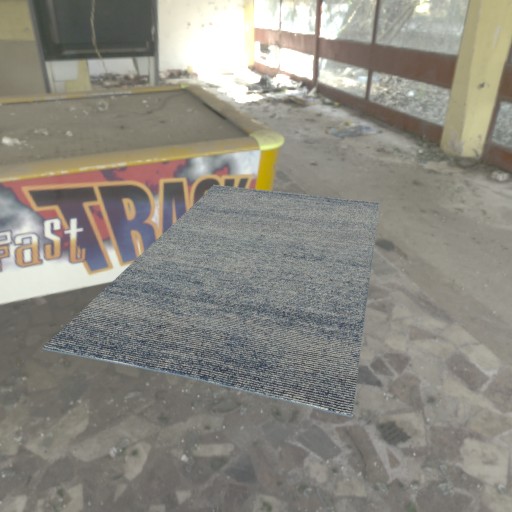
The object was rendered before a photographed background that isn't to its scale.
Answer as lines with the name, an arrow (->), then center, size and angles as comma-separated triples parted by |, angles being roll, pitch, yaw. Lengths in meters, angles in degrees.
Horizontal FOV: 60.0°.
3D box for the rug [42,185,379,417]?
rug -> 0.000, 0.000, 2.251 | 1.145, 0.021, 1.777 | 8, 31, 14
